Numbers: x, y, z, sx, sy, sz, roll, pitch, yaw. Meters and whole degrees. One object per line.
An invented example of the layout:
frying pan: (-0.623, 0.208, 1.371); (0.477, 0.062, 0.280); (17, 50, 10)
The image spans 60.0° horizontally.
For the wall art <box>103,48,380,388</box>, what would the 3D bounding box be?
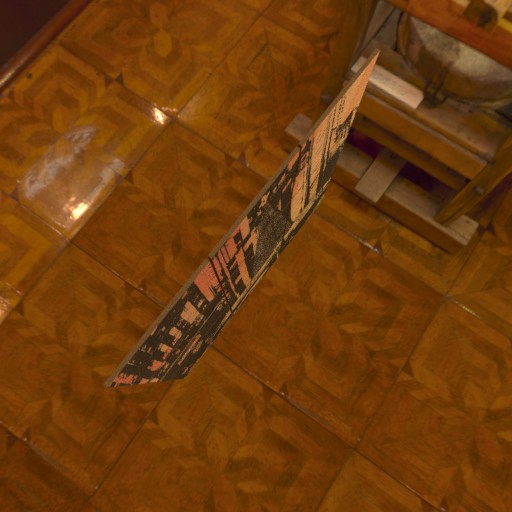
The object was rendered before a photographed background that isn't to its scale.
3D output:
wall art: (0.000, 0.000, 1.790); (0.013, 1.216, 1.216); (36, 78, 9)
